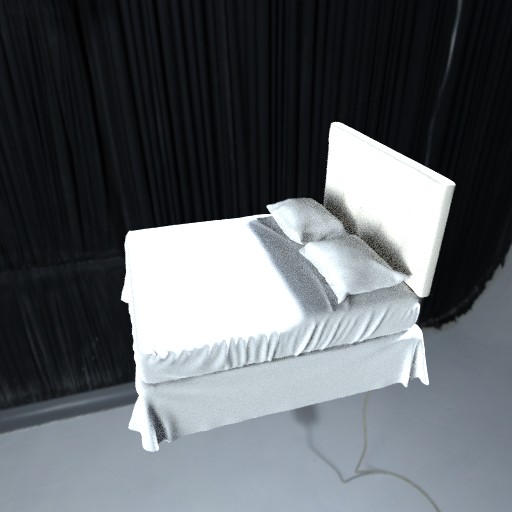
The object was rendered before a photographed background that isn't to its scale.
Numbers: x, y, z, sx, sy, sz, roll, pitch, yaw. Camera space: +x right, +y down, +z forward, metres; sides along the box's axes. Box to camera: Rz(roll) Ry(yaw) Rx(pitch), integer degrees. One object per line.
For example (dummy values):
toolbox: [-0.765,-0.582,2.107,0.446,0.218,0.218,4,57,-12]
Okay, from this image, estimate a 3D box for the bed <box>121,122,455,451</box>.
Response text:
bed: [0.000,0.000,3.479,2.222,1.577,1.936,-8,31,-14]
